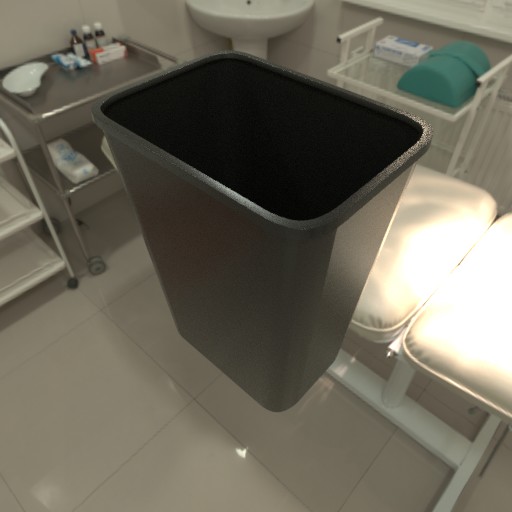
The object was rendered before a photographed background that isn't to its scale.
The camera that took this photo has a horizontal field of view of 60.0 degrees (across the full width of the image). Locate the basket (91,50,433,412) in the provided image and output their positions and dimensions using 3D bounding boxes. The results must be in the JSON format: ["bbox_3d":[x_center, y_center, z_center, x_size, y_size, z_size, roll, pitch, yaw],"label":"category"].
[{"bbox_3d":[0.000,0.000,0.762,0.394,0.521,0.287,33,54,28],"label":"basket"}]
